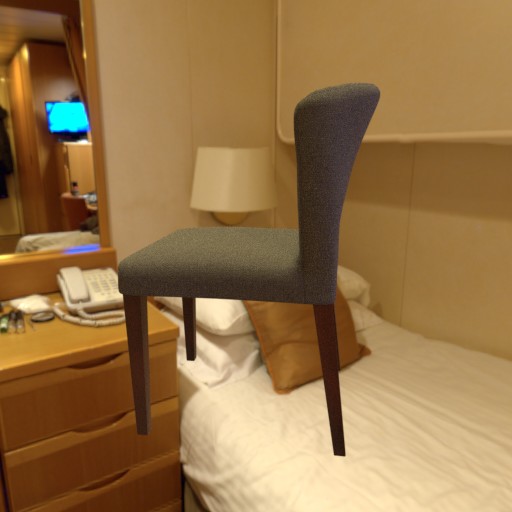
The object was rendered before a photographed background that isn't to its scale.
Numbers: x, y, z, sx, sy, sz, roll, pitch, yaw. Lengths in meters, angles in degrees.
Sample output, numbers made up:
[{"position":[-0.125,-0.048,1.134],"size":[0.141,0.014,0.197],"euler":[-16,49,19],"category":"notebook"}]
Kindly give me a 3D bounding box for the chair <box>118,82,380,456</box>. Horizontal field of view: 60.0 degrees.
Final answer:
[{"position":[0.000,0.000,1.182],"size":[0.589,0.839,0.491],"euler":[2,14,9],"category":"chair"}]
